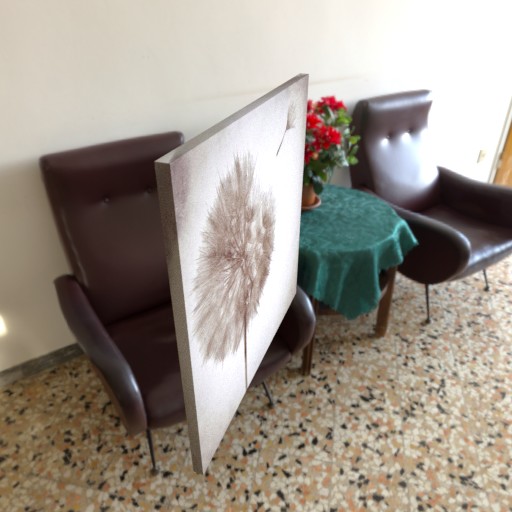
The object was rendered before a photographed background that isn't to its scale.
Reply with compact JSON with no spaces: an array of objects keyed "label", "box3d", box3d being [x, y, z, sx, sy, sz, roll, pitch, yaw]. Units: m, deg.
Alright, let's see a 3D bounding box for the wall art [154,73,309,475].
[{"label":"wall art","box3d":[0.000,0.000,1.143,0.027,0.762,0.762,11,34,18]}]
